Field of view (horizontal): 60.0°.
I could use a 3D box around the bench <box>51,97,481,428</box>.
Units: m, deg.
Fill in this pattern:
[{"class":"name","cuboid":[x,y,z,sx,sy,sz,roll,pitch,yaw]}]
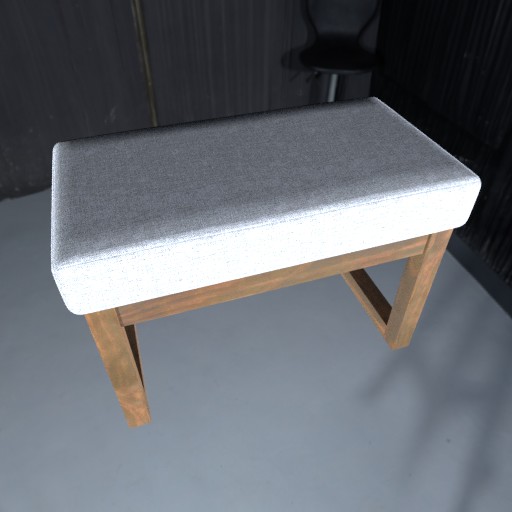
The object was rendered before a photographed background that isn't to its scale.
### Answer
[{"class":"bench","cuboid":[0.000,0.000,0.923,0.681,0.467,0.366,-13,44,-13]}]
